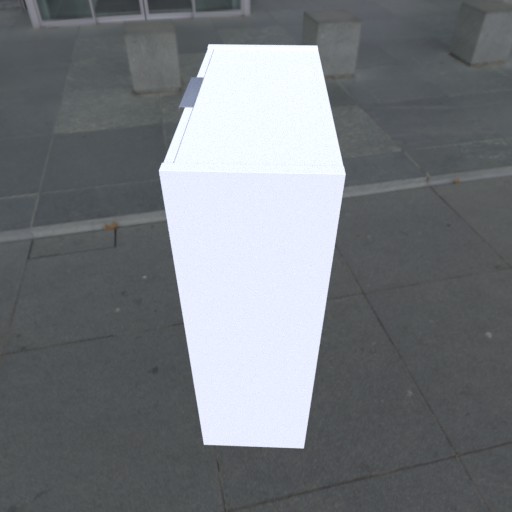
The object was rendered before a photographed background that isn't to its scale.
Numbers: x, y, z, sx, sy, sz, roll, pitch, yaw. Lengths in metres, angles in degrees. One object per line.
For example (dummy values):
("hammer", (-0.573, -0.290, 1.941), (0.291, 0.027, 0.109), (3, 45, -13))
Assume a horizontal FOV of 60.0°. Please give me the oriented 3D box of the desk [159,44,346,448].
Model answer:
("desk", (0.000, 0.000, 1.600), (0.390, 1.190, 0.850), (1, 41, 2))
